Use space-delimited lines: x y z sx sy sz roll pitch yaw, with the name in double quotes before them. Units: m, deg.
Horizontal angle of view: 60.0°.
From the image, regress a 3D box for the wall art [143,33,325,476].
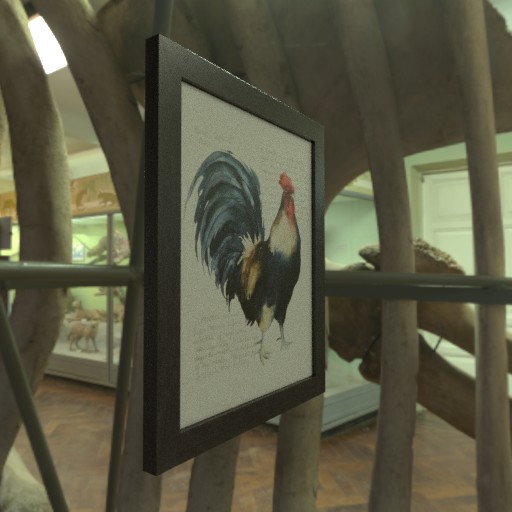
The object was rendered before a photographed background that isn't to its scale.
"wall art" 0.000 0.000 0.782 0.027 0.580 0.479 -1 -2 36
